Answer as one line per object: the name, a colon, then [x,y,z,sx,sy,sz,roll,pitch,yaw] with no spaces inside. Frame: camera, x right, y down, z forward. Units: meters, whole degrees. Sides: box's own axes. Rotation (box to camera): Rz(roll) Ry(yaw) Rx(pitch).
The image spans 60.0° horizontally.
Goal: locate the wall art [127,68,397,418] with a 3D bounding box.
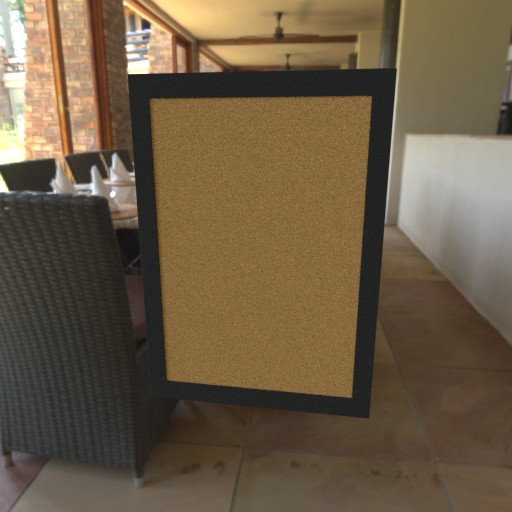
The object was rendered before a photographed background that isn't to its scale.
wall art: [0.000,0.000,0.683,0.374,0.529,0.012,3,16,9]
